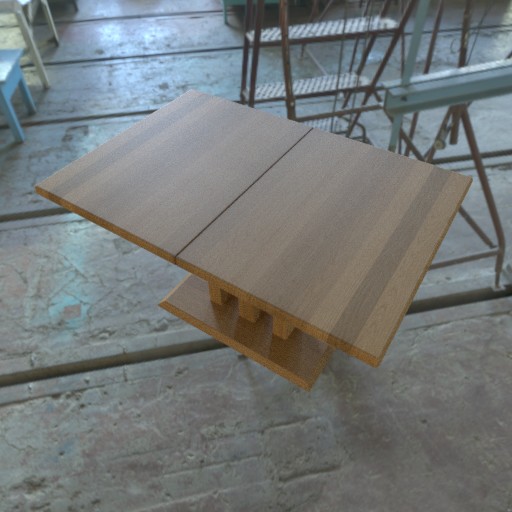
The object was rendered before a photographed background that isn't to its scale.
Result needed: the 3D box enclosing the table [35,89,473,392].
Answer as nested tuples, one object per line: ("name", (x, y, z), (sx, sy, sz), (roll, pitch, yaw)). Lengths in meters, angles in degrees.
("table", (0.000, 0.000, 1.862), (1.300, 0.770, 0.900), (25, 51, 22))
